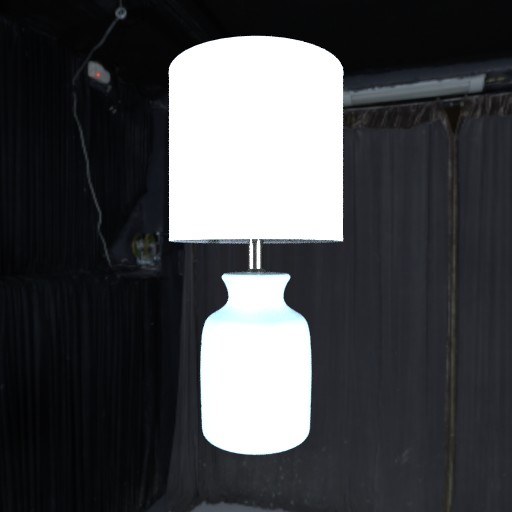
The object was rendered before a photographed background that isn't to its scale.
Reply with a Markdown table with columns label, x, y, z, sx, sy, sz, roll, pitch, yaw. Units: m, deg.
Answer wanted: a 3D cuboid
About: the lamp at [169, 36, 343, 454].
| label | x | y | z | sx | sy | sz | roll | pitch | yaw |
| --- | --- | --- | --- | --- | --- | --- | --- | --- | --- |
| lamp | 0.000 | 0.000 | 1.087 | 0.418 | 0.871 | 0.418 | 0 | 0 | 19 |
